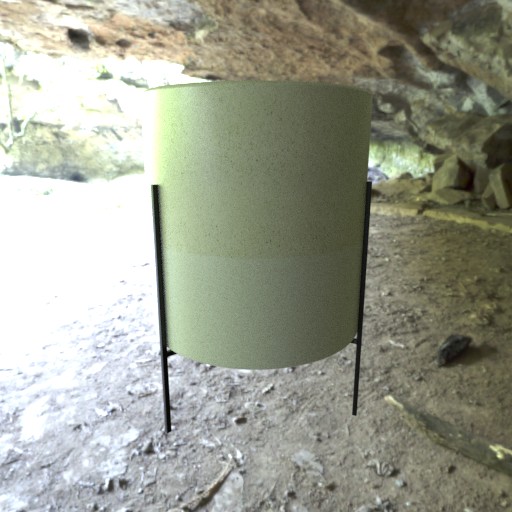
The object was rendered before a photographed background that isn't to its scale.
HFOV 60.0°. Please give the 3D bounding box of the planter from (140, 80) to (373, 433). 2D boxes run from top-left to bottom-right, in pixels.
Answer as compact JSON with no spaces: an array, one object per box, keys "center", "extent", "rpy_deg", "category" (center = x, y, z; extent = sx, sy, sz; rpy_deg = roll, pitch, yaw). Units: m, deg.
[{"center":[0.000,0.000,0.701],"extent":[0.324,0.483,0.333],"rpy_deg":[-2,15,-8],"category":"planter"}]
